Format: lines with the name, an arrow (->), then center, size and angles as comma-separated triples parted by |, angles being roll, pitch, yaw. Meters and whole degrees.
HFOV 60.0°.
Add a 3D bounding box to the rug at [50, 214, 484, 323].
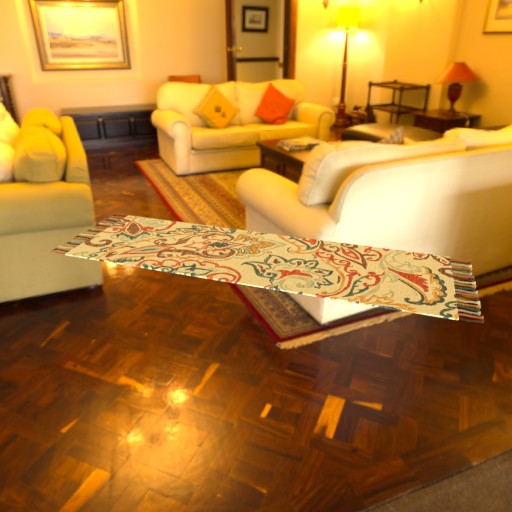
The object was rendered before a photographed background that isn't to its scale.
rug -> 0.000, 0.000, 2.936 | 2.682, 0.015, 0.763 | 8, 27, 16
